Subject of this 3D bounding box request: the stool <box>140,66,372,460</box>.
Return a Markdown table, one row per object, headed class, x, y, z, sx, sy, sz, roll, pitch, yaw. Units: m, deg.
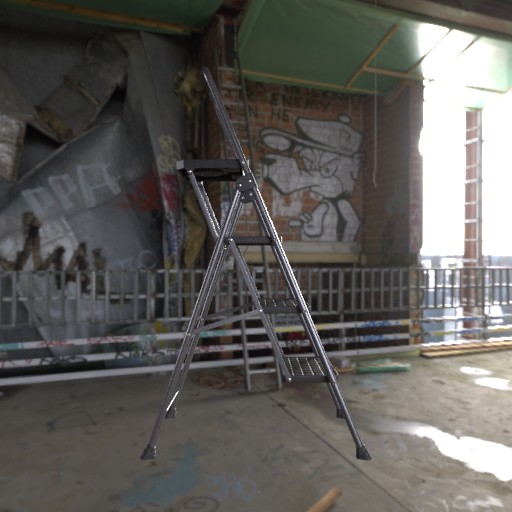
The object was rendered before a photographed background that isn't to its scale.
| class | x | y | z | sx | sy | sz | roll | pitch | yaw |
| --- | --- | --- | --- | --- | --- | --- | --- | --- | --- |
| stool | 0.000 | 0.000 | 1.582 | 0.733 | 1.277 | 0.396 | 0 | 0 | 0 |
